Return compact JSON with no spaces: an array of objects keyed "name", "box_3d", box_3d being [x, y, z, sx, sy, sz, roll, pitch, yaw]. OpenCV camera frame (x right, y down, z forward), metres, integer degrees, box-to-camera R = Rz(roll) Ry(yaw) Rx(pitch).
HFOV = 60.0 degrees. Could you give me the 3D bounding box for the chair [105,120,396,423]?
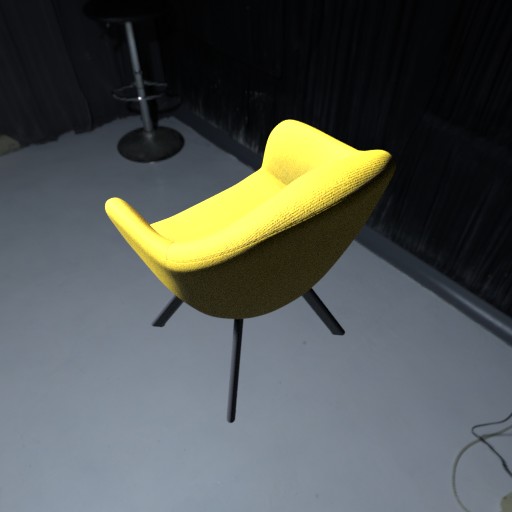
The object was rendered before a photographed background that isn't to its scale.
[{"name":"chair","box_3d":[0.000,0.000,1.195,0.590,0.795,0.550,-31,54,-26]}]
